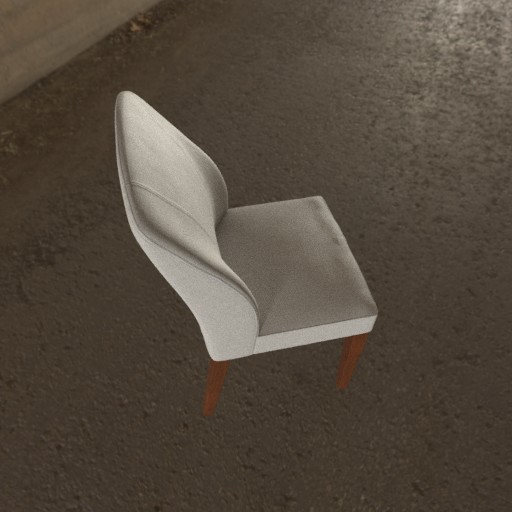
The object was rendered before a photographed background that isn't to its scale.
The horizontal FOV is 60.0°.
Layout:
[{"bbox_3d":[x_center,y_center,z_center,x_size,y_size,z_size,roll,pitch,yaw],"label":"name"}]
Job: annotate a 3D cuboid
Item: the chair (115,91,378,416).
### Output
[{"bbox_3d":[0.000,0.000,1.186,0.540,0.893,0.472,-9,48,-8],"label":"chair"}]
